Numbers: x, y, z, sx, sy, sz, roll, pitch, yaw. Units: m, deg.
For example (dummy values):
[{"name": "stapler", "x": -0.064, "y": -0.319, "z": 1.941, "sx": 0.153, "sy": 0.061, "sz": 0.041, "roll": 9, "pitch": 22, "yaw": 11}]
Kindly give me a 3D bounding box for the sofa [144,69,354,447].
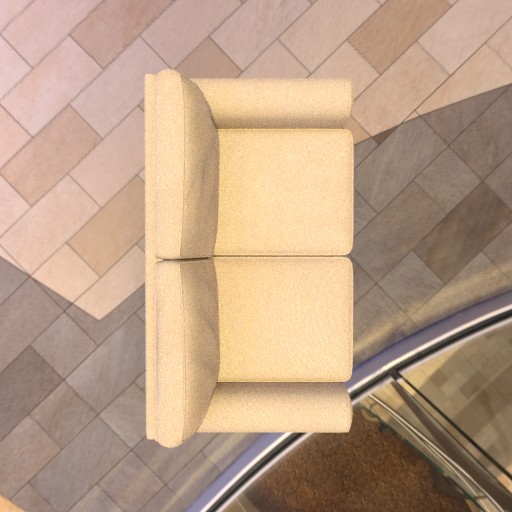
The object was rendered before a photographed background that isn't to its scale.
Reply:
[{"name": "sofa", "x": 0.000, "y": 0.000, "z": 2.293, "sx": 0.991, "sy": 0.940, "sz": 1.727, "roll": 0, "pitch": 91, "yaw": 0}]
